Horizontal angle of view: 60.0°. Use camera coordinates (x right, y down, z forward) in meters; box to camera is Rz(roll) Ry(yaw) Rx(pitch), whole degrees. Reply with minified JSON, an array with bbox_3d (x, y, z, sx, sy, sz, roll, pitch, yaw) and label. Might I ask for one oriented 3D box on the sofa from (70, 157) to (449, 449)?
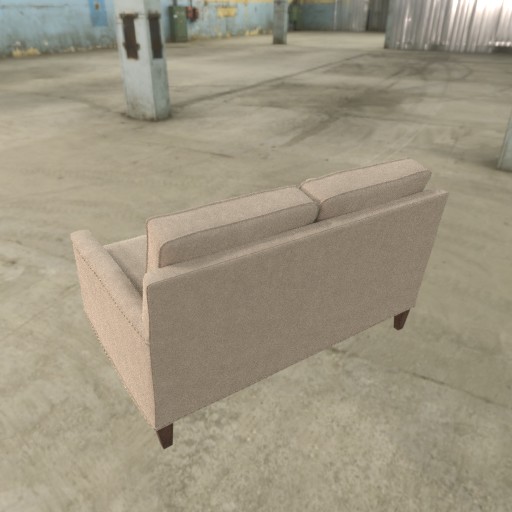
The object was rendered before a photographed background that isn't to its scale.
[{"bbox_3d":[0.000,0.000,2.279,1.597,1.002,1.084,-17,33,-29],"label":"sofa"}]
